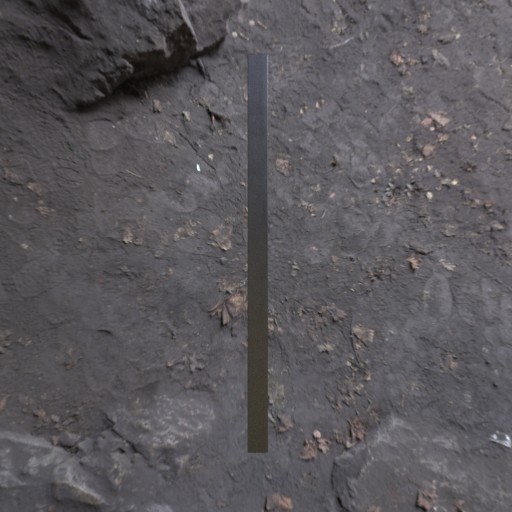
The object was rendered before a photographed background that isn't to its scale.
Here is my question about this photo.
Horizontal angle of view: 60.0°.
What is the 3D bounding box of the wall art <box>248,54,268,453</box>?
[{"bbox_3d":[0.000,0.000,1.425,0.041,1.062,0.803,0,89,0],"label":"wall art"}]
